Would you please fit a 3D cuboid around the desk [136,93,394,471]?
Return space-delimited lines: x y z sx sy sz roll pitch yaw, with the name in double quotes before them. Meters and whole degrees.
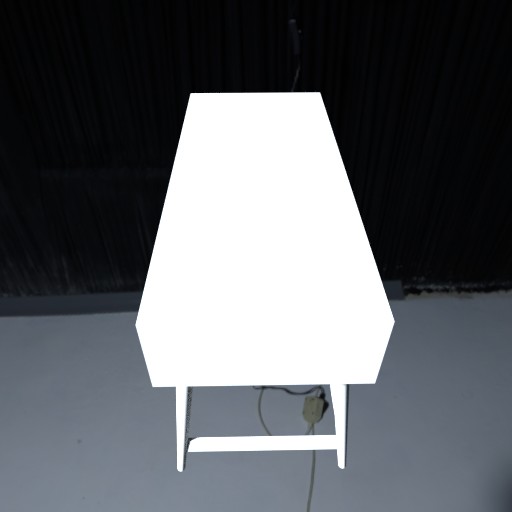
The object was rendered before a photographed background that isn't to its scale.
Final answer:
"desk" 0.000 0.000 1.720 0.589 0.762 1.313 -1 41 -1
